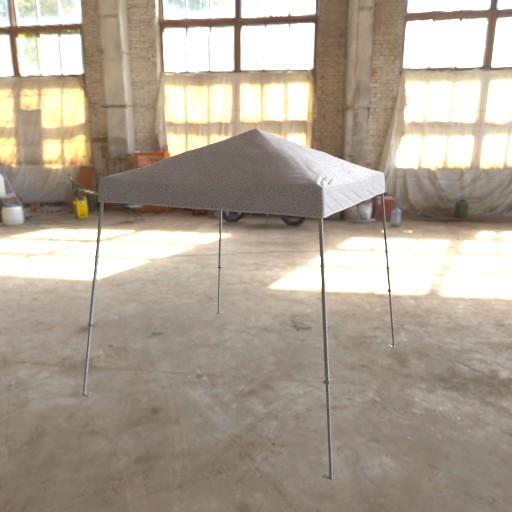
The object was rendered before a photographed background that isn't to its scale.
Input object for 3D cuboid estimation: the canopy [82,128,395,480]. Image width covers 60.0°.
[{"bbox_3d":[0.000,0.000,5.153,2.848,2.849,2.849,7,15,26],"label":"canopy"}]
